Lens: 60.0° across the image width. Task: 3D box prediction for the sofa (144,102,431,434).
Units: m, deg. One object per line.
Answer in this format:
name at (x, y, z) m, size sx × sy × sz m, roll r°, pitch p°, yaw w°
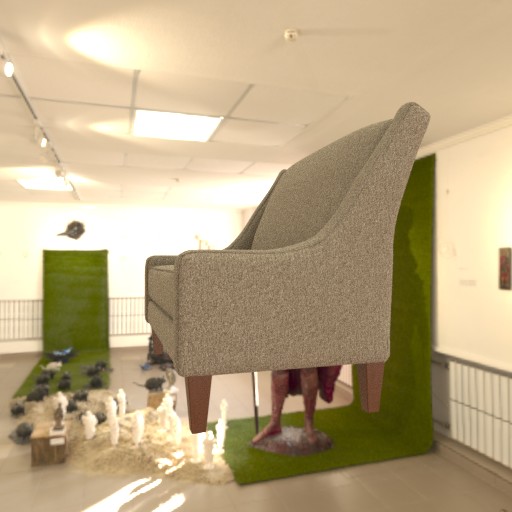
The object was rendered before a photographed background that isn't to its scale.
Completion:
sofa at (0.000, 0.000, 1.932) m, size 0.862 × 1.026 × 1.242 m, roll 0°, pitch -1°, yaw -18°
